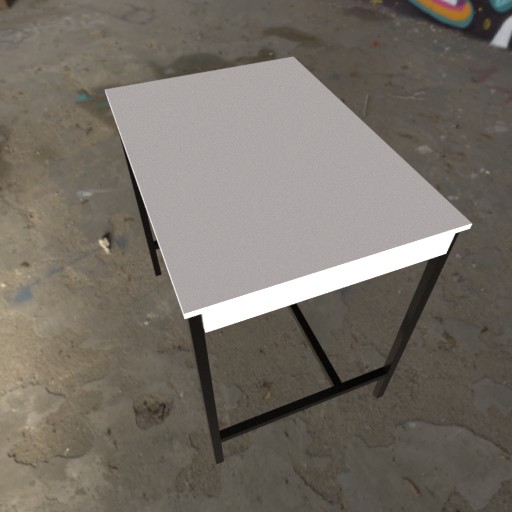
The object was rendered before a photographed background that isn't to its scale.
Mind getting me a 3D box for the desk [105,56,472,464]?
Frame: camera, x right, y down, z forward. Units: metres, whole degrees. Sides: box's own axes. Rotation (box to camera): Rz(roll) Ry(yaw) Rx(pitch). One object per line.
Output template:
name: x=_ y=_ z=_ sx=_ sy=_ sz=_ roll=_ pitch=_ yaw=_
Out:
desk: x=0.000 y=0.000 z=1.318 sx=0.573 sy=0.766 sz=0.811 roll=-16 pitch=49 yaw=-15
